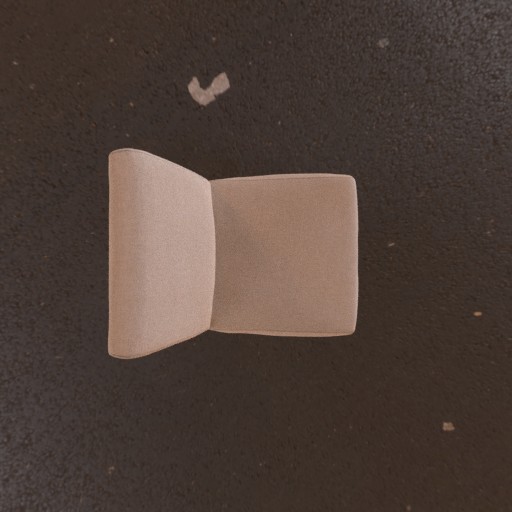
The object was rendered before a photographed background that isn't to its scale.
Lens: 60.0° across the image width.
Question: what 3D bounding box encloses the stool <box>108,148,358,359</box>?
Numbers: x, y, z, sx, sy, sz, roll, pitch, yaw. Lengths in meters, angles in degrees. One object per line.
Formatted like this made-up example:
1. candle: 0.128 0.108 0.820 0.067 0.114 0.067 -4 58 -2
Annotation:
1. stool: 0.000 0.000 1.295 0.543 1.015 0.446 0 90 0
